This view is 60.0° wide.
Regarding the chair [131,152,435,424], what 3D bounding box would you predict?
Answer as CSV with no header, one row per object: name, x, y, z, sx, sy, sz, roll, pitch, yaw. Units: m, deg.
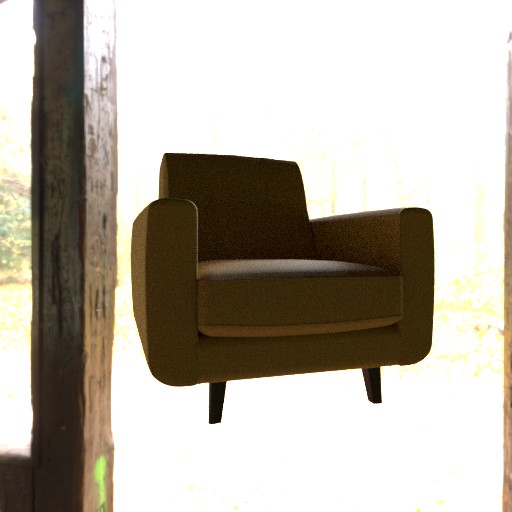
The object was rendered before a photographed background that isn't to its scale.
chair,0.000,0.000,1.571,0.831,0.841,0.909,0,1,-18
